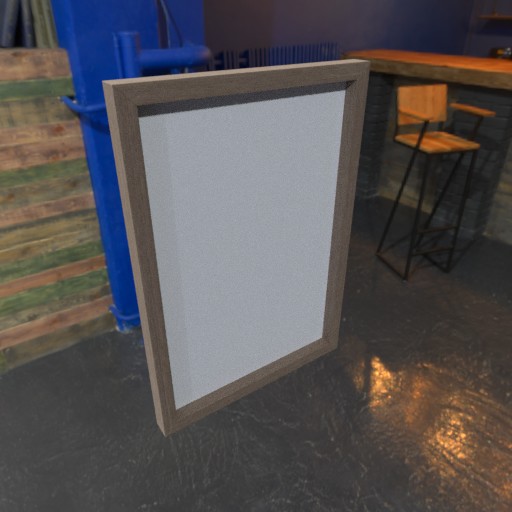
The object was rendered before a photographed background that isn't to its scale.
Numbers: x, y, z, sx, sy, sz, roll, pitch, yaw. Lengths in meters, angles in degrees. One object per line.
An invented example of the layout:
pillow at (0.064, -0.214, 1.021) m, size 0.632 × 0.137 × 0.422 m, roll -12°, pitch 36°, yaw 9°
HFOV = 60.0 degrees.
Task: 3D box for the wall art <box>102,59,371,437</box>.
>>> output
wall art at (0.000, 0.000, 0.652) m, size 0.358 × 0.510 × 0.032 m, roll -19°, pitch 35°, yaw -30°
